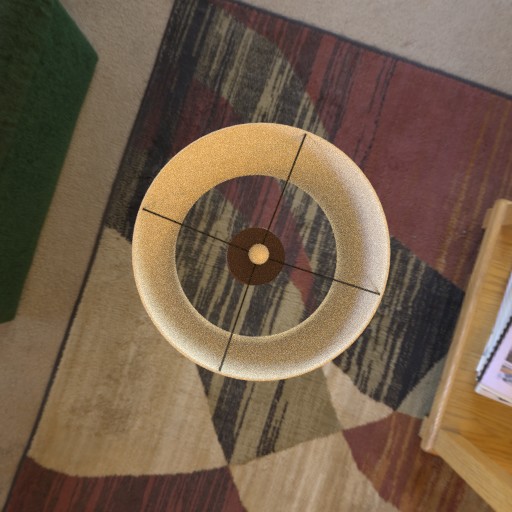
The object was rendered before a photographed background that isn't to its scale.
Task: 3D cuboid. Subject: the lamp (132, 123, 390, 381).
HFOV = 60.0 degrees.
[{"bbox_3d":[0.000,0.000,0.585,0.208,0.455,0.208,0,89,-1],"label":"lamp"}]
